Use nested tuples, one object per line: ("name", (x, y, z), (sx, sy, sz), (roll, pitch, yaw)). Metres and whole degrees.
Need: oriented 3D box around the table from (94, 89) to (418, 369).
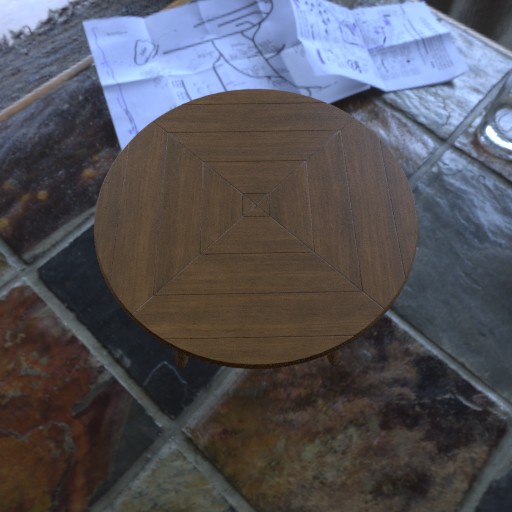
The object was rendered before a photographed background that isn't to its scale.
("table", (0.000, 0.000, 1.787), (1.055, 0.757, 1.055), (0, 64, 0))
